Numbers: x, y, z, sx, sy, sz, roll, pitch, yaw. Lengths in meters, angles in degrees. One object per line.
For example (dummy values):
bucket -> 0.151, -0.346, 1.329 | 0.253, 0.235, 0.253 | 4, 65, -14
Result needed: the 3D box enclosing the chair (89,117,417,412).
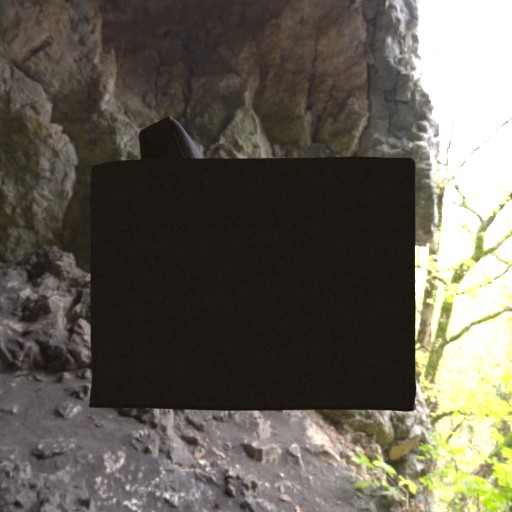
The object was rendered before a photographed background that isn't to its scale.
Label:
chair -> 0.000, 0.000, 1.747 | 0.949, 0.863, 1.057 | 0, 0, 1
